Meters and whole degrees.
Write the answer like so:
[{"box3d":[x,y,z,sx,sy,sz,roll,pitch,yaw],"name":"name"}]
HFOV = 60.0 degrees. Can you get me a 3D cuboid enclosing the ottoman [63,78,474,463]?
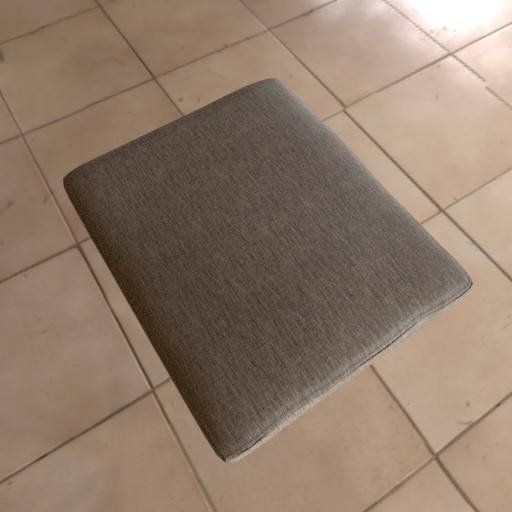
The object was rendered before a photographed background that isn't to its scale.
[{"box3d":[0.000,0.000,1.468,0.839,0.492,0.994,-31,67,-15],"name":"ottoman"}]
